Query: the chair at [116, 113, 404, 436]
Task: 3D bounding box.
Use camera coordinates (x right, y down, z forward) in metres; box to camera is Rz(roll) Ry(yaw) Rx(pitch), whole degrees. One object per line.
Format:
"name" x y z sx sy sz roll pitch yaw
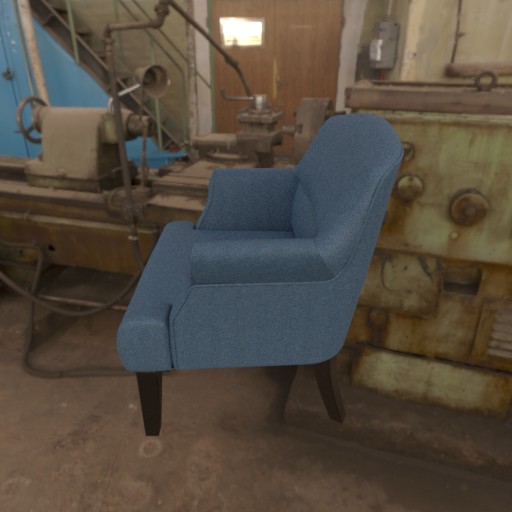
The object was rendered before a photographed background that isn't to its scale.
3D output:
"chair" 0.000 0.000 1.454 0.754 0.878 0.770 0 26 -1
